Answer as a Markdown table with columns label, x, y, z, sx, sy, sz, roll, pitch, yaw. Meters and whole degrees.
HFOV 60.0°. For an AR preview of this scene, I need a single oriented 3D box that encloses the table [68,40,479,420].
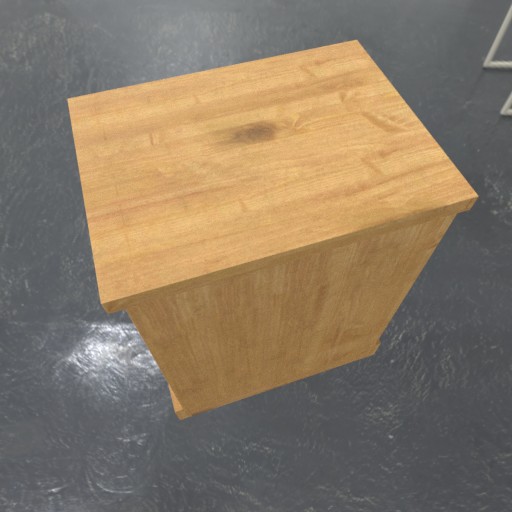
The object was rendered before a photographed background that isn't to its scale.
| label | x | y | z | sx | sy | sz | roll | pitch | yaw |
| --- | --- | --- | --- | --- | --- | --- | --- | --- | --- |
| table | 0.000 | 0.000 | 1.193 | 0.660 | 0.813 | 0.500 | -16 | 59 | -10 |
